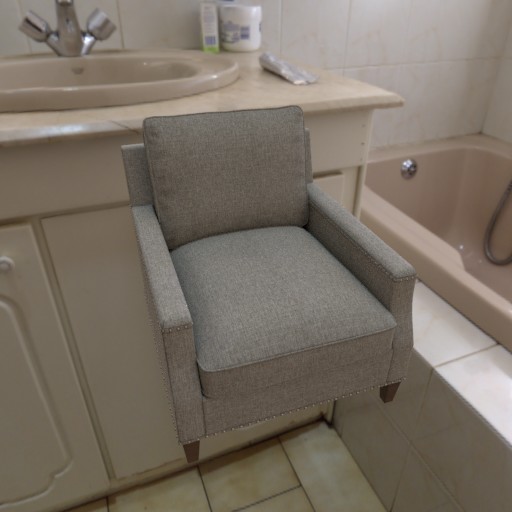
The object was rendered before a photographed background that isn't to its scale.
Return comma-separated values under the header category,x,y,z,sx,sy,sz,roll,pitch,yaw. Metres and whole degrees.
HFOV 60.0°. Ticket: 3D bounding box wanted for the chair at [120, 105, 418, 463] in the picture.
category,x,y,z,sx,sy,sz,roll,pitch,yaw
chair,0.000,0.000,1.721,0.853,0.943,1.014,-10,33,-16
